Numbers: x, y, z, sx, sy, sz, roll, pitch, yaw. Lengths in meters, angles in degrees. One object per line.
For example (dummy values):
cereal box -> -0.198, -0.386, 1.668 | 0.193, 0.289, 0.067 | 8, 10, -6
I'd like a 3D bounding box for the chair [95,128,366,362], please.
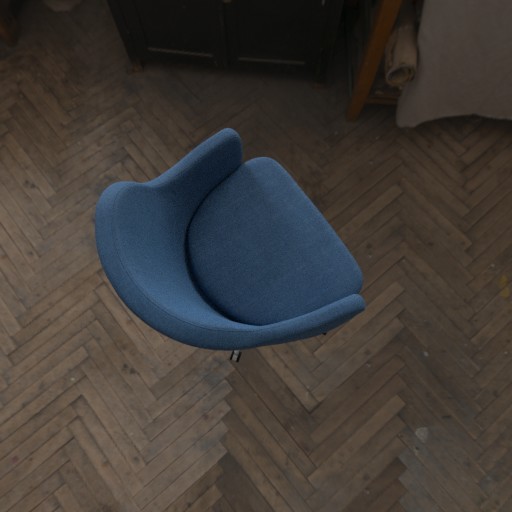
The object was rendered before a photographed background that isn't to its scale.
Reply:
chair -> 0.000, 0.000, 1.269 | 0.655, 0.820, 0.599 | -33, 75, -10
